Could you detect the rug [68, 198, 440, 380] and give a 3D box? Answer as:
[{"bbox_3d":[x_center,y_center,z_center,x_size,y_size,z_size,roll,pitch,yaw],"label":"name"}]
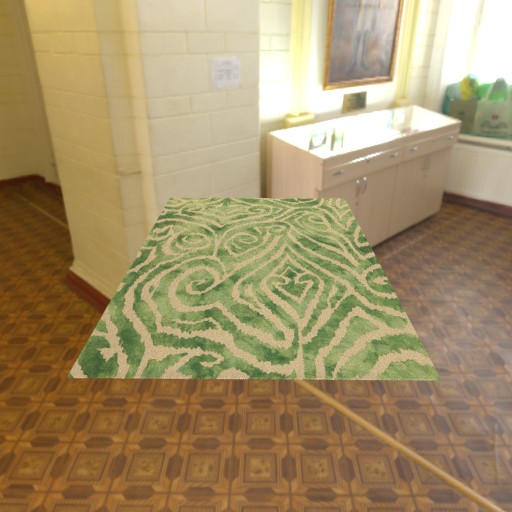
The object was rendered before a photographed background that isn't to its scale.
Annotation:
[{"bbox_3d":[0.000,0.000,2.267,1.220,0.006,1.826,0,26,0],"label":"rug"}]
